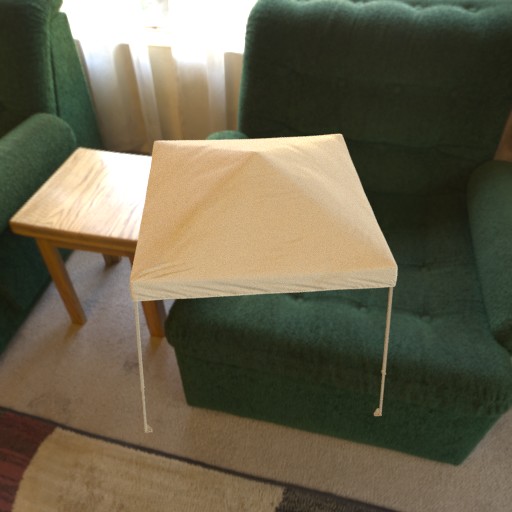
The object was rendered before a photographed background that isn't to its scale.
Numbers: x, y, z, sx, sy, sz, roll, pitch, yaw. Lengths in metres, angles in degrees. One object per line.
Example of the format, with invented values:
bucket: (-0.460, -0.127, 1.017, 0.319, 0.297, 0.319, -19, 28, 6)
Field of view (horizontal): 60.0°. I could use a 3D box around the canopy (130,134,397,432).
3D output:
canopy: (0.000, 0.000, 6.725, 3.600, 3.600, 3.599, -3, 45, -3)
